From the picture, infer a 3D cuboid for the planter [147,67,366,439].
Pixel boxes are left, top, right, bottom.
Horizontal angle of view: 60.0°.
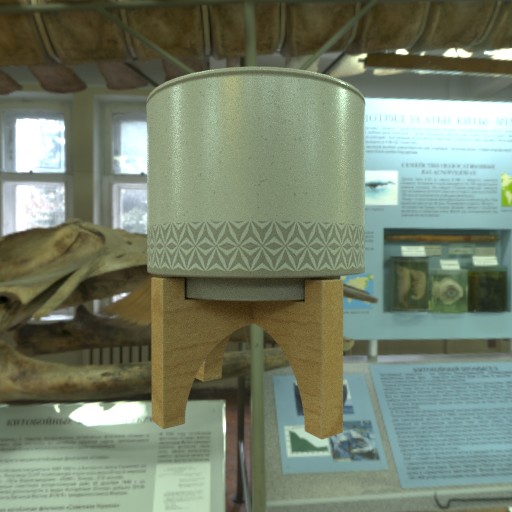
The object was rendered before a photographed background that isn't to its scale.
[{"bbox_3d":[0.000,0.000,0.271,0.130,0.178,0.130,0,1,0],"label":"planter"}]
